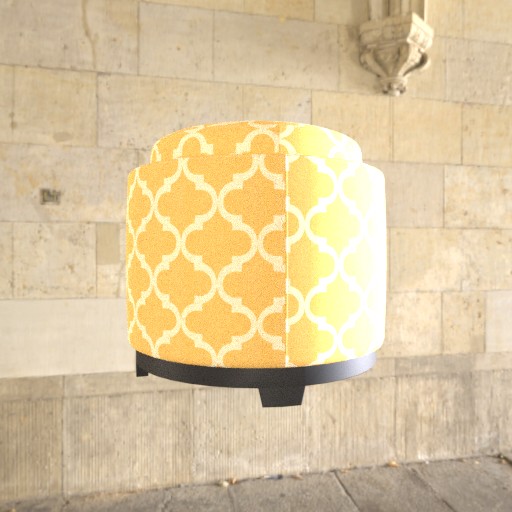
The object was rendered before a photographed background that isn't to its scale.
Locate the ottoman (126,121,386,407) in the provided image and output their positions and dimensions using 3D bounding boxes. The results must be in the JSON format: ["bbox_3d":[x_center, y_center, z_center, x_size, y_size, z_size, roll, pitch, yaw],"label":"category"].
[{"bbox_3d":[0.000,0.000,0.852,0.480,0.429,0.480,0,0,0],"label":"ottoman"}]
